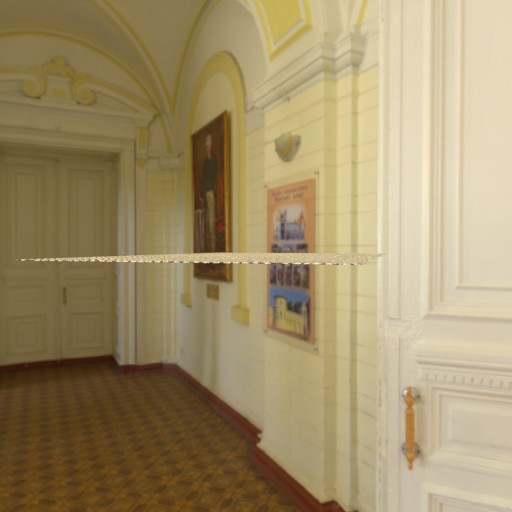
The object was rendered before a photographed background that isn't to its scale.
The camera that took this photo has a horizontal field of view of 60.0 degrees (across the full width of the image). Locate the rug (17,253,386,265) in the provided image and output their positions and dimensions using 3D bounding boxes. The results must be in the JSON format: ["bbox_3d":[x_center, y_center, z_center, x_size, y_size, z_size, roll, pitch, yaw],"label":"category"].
[{"bbox_3d":[0.000,0.000,2.178,1.177,0.004,1.750,0,1,18],"label":"rug"}]
